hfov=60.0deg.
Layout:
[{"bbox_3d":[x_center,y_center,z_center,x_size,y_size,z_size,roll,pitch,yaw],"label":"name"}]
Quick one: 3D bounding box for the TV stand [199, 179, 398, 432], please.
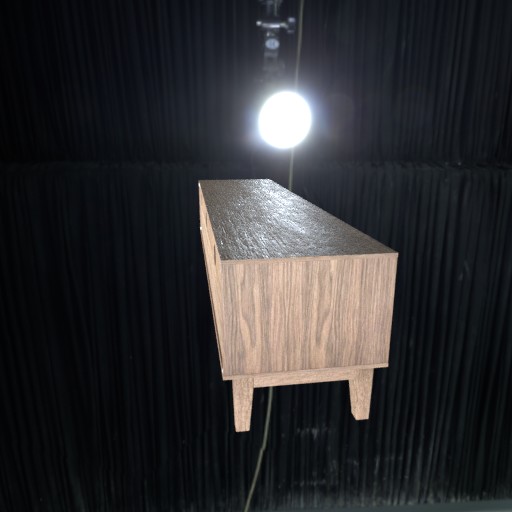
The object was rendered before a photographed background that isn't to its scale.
[{"bbox_3d":[0.000,0.000,1.646,0.366,0.409,1.482,-2,16,-8],"label":"TV stand"}]
